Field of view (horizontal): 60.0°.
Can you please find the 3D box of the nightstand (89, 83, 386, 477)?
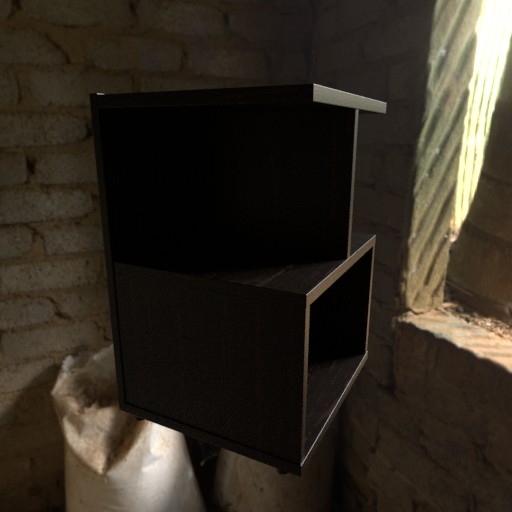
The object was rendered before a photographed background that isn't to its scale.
[{"bbox_3d":[0.000,0.000,0.831,0.356,0.559,0.400,8,18,26],"label":"nightstand"}]
